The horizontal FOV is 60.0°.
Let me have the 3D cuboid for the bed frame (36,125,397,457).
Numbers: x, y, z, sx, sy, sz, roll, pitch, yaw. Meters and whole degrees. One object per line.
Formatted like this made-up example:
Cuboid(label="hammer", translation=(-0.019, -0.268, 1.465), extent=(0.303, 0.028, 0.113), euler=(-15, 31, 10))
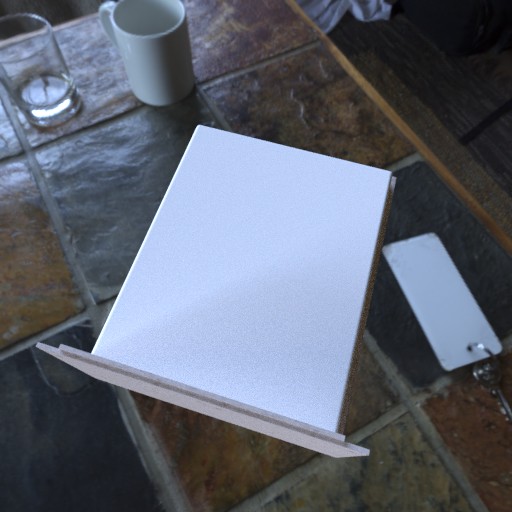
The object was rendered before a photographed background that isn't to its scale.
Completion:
Cuboid(label="bed frame", translation=(0.000, 0.000, 3.034), extent=(1.750, 0.970, 2.080), euler=(16, 66, 7))
